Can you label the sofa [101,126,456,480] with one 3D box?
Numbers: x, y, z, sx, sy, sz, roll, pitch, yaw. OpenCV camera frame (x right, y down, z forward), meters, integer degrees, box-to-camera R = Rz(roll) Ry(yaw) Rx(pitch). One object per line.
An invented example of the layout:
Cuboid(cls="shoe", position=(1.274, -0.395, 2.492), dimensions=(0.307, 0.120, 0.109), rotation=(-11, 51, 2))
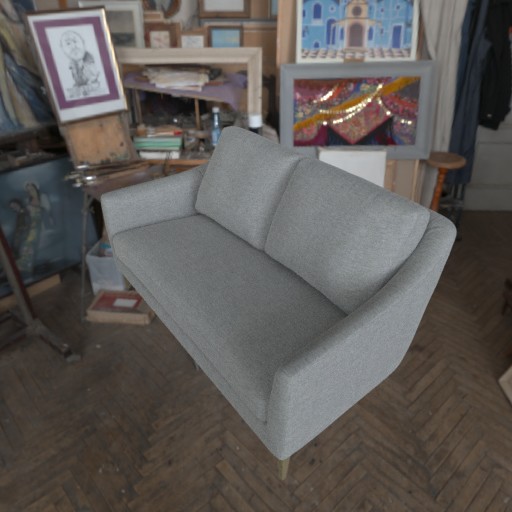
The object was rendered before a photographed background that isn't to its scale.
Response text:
Cuboid(cls="sofa", position=(0.000, 0.000, 2.152), dimensions=(0.960, 0.904, 1.619), rotation=(-21, 38, -30))
